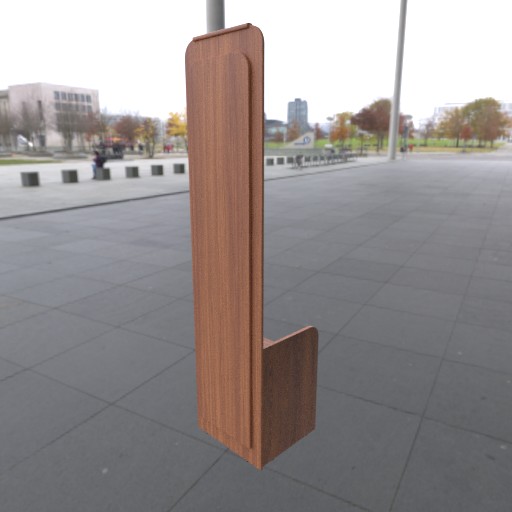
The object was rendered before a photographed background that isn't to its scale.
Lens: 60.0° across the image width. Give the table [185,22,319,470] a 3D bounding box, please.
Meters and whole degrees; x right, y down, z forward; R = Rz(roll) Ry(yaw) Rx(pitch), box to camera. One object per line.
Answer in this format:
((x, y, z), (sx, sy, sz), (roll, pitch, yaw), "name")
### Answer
((0.000, 0.000, 2.033), (0.450, 1.830, 0.420), (14, 20, 43), "table")
